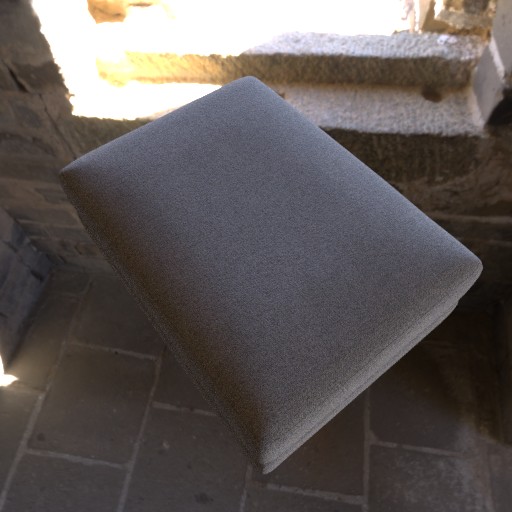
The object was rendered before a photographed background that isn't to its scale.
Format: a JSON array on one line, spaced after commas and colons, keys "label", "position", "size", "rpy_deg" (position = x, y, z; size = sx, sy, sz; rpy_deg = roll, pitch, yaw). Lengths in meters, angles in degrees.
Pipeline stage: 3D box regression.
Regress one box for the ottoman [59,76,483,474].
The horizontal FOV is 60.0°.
[{"label": "ottoman", "position": [0.000, 0.000, 1.140], "size": [0.611, 0.441, 0.821], "rpy_deg": [-34, 64, -19]}]
